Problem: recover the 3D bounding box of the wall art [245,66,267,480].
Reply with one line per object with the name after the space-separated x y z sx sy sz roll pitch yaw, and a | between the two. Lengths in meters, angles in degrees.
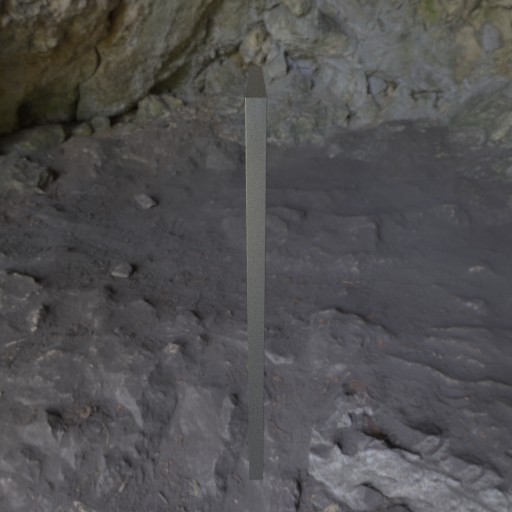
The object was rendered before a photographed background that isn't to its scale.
0.000 0.000 1.413 0.041 1.062 0.803 0 27 0 | wall art
